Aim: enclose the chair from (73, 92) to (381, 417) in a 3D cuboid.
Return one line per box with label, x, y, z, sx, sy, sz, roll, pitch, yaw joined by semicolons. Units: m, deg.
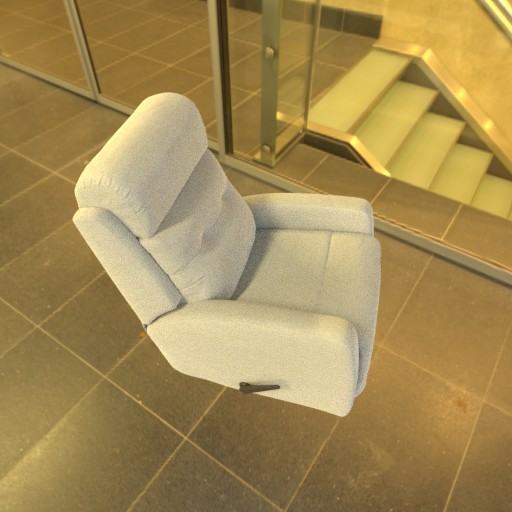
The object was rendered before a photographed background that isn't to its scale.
chair;0.000;0.000;1.741;1.043;1.013;0.798;11;48;10
